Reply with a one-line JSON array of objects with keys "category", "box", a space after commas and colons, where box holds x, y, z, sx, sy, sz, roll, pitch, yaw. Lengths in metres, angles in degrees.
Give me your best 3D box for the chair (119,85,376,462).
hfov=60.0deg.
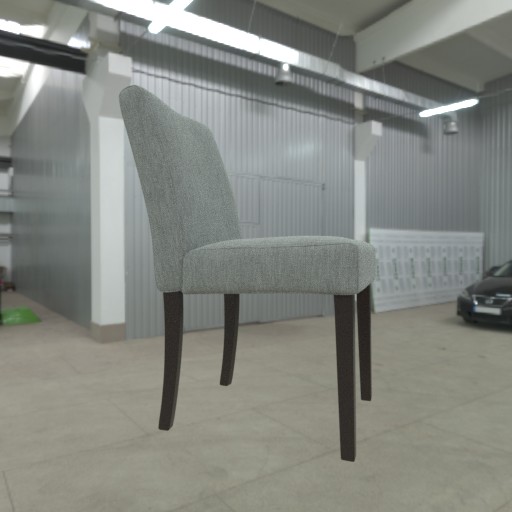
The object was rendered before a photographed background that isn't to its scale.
[{"category": "chair", "box": [0.000, 0.000, 1.254, 0.629, 0.884, 0.487, 0, 1, 19]}]
